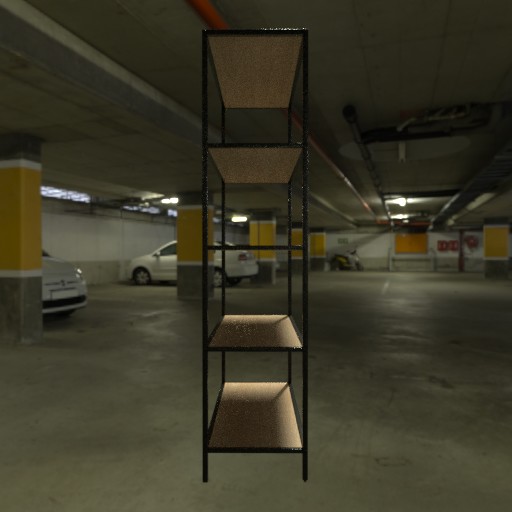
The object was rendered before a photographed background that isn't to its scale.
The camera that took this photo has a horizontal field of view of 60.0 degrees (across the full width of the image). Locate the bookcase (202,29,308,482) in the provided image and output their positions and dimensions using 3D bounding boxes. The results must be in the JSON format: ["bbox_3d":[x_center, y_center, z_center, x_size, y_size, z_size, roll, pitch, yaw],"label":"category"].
[{"bbox_3d":[0.000,0.000,1.849,0.350,1.500,0.770,0,0,0],"label":"bookcase"}]
